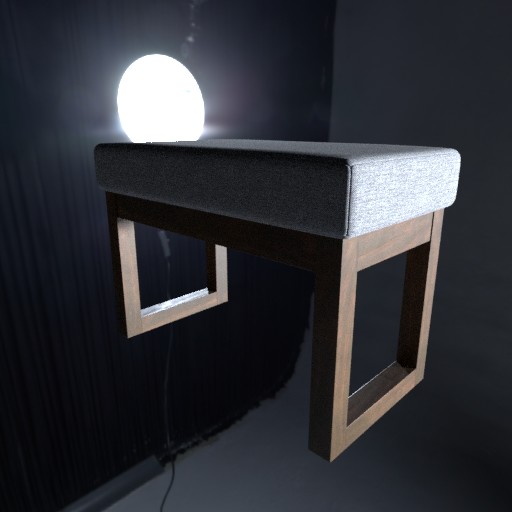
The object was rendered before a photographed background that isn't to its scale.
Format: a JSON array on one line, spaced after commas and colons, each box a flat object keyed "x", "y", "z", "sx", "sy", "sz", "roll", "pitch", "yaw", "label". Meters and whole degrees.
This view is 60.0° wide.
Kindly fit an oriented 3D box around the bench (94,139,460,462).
[{"x": 0.000, "y": 0.000, "z": 0.951, "sx": 0.681, "sy": 0.467, "sz": 0.366, "roll": 16, "pitch": 23, "yaw": 42, "label": "bench"}]
